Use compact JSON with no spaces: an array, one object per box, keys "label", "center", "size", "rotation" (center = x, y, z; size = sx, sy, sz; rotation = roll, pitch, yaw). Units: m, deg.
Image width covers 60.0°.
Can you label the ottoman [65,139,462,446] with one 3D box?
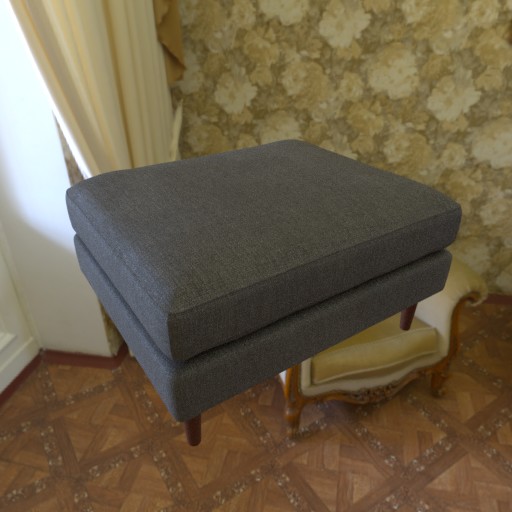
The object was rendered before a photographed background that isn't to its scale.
[{"label":"ottoman","center":[0.000,0.000,1.240],"size":[0.821,0.474,0.693],"rotation":[-19,35,-29]}]
